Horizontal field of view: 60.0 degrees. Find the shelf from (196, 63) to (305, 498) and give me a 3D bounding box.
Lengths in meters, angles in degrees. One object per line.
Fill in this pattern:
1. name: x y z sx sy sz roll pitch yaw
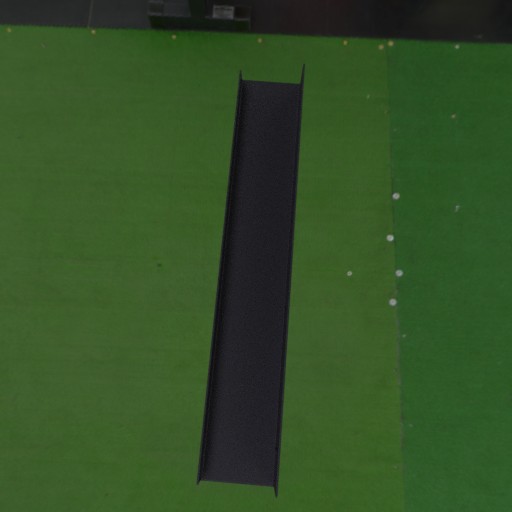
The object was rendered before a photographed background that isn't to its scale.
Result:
1. shelf: 0.000 0.000 0.631 0.102 0.053 0.605 5 76 1
